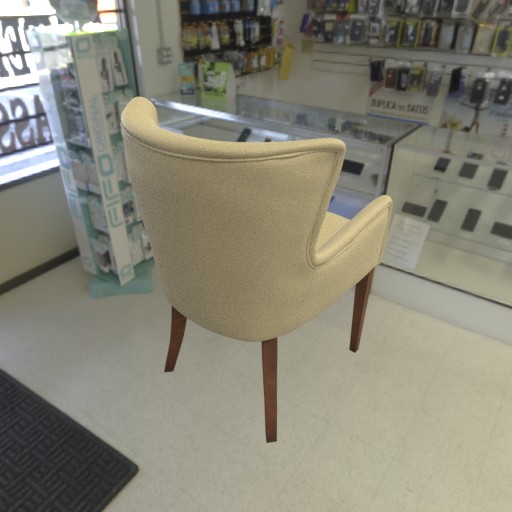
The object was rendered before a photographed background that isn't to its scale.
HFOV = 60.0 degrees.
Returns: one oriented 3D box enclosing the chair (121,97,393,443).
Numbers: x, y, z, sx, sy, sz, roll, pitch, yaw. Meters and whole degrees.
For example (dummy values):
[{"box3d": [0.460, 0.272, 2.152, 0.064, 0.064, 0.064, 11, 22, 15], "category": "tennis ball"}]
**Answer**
[{"box3d": [0.000, 0.000, 1.424, 0.660, 0.952, 0.686, 23, 38, 32], "category": "chair"}]
